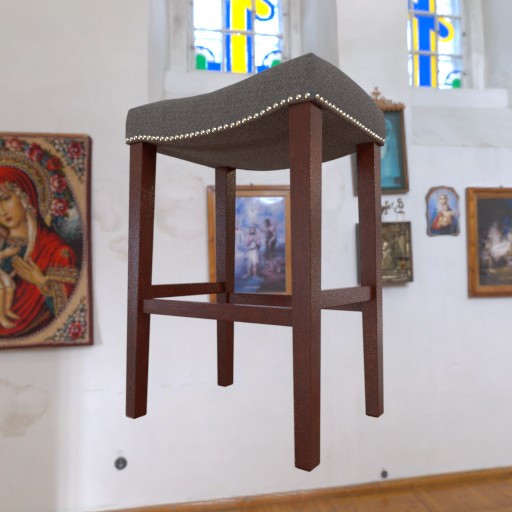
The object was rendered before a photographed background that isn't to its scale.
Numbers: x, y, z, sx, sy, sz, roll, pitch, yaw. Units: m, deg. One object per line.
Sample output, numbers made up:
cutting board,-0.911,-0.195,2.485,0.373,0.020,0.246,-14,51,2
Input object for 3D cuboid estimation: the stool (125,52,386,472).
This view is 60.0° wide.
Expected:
stool,0.000,0.000,1.038,0.504,0.742,0.372,-1,-2,35
